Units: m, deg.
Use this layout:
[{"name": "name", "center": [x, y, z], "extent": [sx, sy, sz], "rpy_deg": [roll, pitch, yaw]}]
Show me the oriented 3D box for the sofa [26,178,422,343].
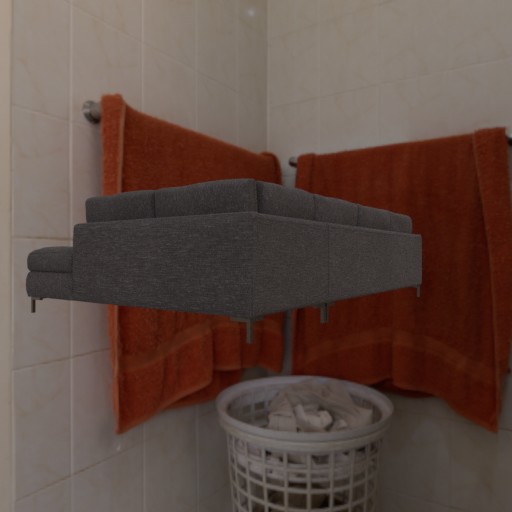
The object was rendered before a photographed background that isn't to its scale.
[{"name": "sofa", "center": [0.000, 0.000, 3.800], "extent": [2.007, 0.815, 2.949], "rpy_deg": [0, 0, 35]}]
